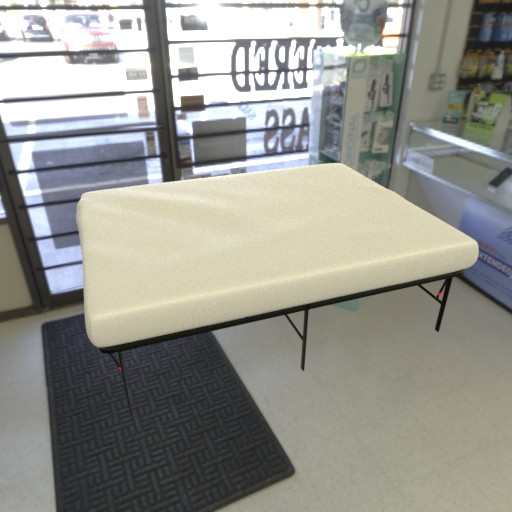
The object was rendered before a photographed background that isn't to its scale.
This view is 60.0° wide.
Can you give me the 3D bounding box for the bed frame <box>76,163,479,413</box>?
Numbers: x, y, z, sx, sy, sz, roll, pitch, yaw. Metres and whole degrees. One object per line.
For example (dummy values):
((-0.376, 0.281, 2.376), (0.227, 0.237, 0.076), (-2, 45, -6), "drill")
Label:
((0.000, 0.000, 2.919), (2.151, 0.667, 1.584), (-10, 31, -17), "bed frame")
